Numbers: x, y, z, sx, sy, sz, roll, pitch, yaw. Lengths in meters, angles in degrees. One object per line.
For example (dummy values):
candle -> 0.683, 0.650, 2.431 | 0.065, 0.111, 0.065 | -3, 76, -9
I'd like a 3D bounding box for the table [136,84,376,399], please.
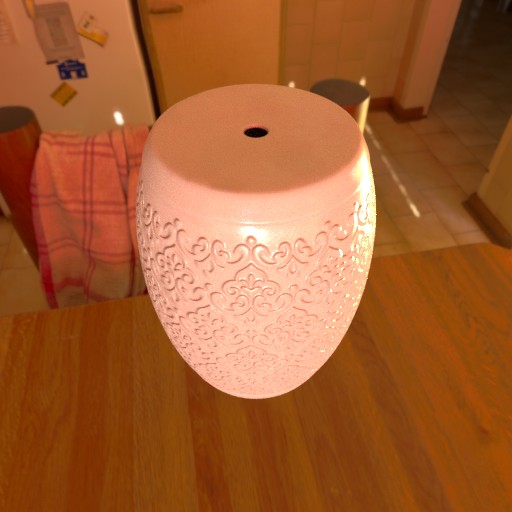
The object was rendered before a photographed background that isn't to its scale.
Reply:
table -> 0.000, 0.000, 0.624 | 0.309, 0.397, 0.309 | 0, 46, 0
